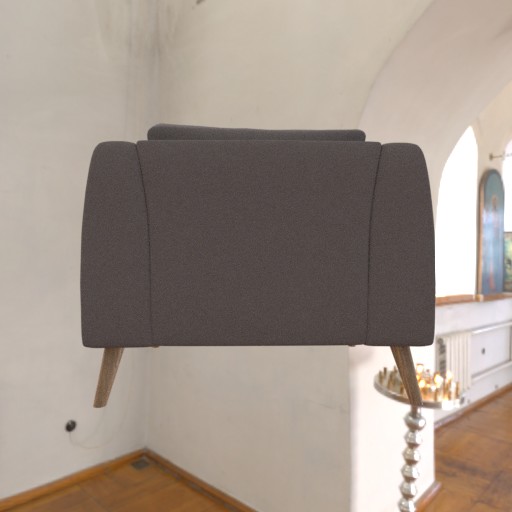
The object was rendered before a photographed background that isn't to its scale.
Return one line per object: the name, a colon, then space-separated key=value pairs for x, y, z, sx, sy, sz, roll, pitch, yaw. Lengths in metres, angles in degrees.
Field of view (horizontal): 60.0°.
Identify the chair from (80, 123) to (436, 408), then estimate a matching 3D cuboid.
chair: x=0.000 y=0.000 z=1.688 sx=1.000 sy=0.860 sz=0.930 roll=0 pitch=1 yaw=-1
